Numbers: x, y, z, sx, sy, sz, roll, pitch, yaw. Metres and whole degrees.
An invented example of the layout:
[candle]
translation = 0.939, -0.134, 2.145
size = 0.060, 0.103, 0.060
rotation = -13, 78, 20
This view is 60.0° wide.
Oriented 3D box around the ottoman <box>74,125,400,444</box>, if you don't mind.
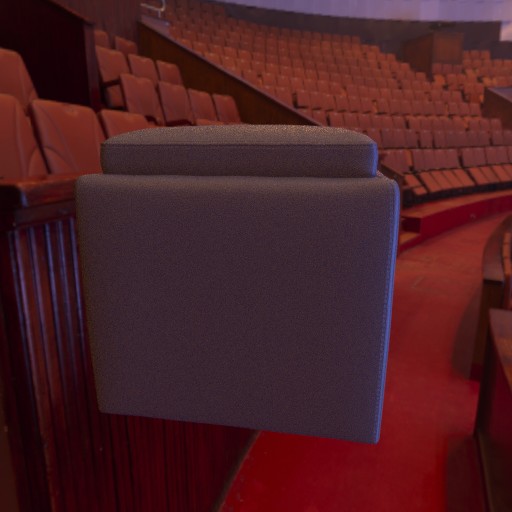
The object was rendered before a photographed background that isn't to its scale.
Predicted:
[ottoman]
translation = 0.000, 0.000, 0.819
size = 0.451, 0.460, 0.450
rotation = 3, 15, 10
